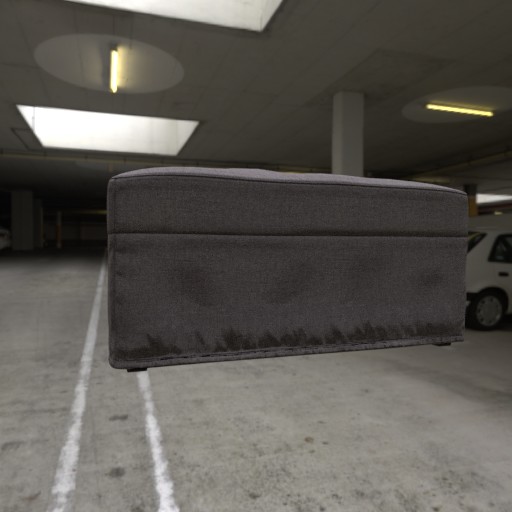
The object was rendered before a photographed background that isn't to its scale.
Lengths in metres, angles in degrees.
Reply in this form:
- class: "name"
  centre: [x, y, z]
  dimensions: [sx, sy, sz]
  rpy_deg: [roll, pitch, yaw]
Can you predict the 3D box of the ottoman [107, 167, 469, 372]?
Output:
- class: "ottoman"
  centre: [0.000, 0.000, 1.326]
  dimensions: [0.843, 0.436, 0.840]
  rpy_deg: [0, 1, -18]
